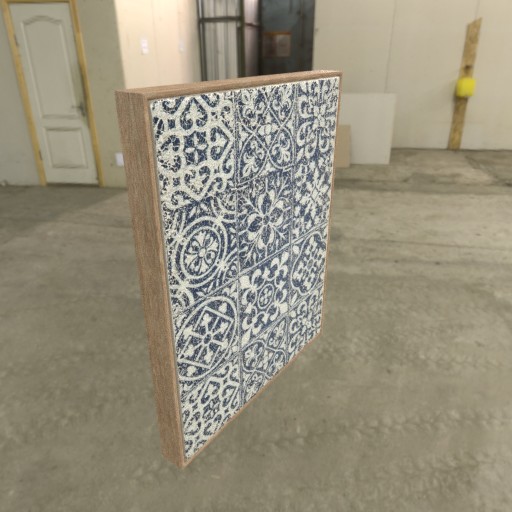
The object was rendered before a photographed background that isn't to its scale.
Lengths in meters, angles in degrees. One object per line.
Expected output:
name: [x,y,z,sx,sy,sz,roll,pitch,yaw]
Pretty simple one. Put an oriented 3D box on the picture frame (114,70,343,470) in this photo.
picture frame: [0.000,0.000,0.705,0.043,0.526,0.424,18,31,32]
